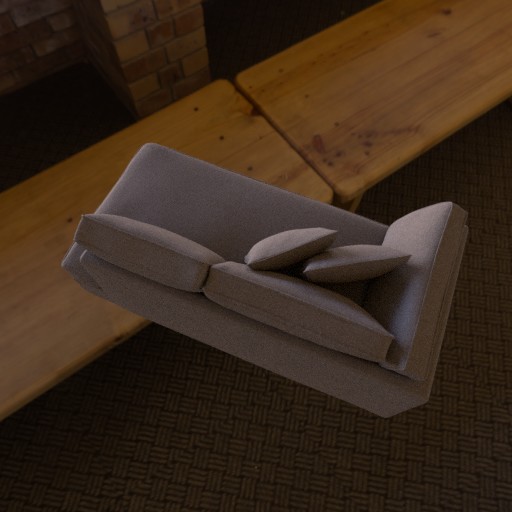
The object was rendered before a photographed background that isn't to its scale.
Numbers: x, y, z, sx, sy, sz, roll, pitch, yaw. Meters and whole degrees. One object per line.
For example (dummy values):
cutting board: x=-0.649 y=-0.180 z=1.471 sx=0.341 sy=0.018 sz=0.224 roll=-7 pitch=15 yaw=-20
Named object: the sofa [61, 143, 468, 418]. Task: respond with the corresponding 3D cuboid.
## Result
sofa: x=0.000 y=0.000 z=2.792 sx=2.237 sy=1.033 sz=1.110 roll=21 pitch=66 yaw=10
